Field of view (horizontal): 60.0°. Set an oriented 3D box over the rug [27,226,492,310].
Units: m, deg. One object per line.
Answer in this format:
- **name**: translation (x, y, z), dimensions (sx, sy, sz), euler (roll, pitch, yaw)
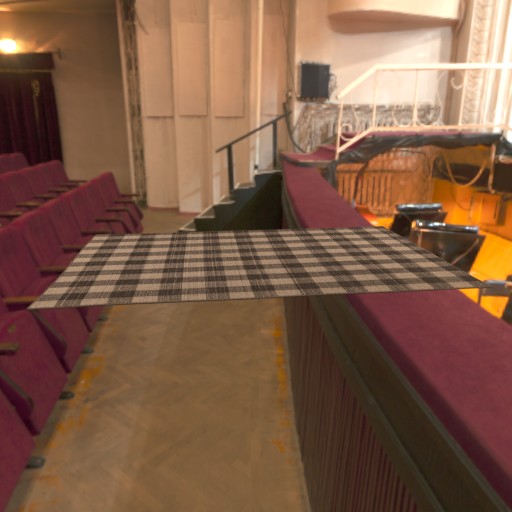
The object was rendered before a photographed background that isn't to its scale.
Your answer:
- **rug**: translation (0.000, 0.000, 3.062), dimensions (2.476, 0.011, 1.554), euler (-2, 17, -7)
